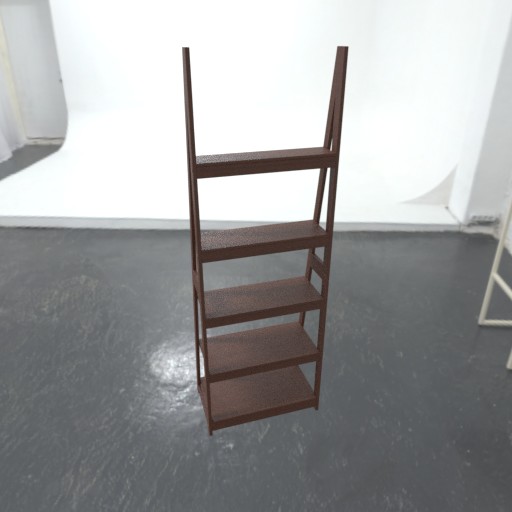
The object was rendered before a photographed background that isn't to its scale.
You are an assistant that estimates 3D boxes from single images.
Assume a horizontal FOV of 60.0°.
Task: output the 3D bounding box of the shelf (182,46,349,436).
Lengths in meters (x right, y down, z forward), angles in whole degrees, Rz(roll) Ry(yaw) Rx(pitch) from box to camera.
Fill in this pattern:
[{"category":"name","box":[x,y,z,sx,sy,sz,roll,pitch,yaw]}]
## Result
[{"category":"shelf","box":[0.000,0.000,2.066,0.600,1.770,0.350,-8,27,-15]}]
